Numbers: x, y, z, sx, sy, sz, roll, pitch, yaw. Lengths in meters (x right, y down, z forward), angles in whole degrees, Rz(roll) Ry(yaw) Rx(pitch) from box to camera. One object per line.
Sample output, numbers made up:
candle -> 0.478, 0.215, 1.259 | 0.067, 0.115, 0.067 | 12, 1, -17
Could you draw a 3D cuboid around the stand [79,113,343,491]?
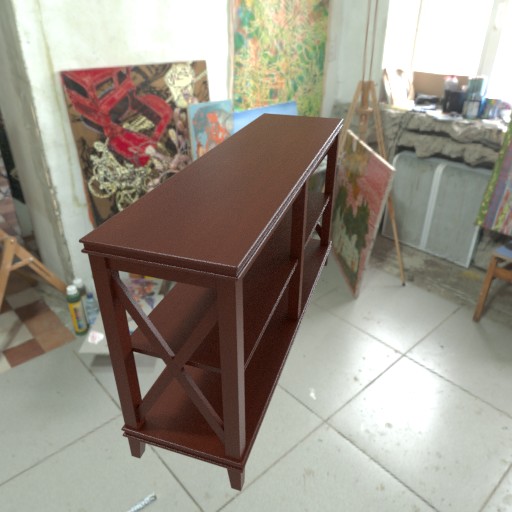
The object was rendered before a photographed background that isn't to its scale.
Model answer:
stand -> 0.000, 0.000, 1.694 | 0.381, 0.762, 1.372 | 9, 31, 16
